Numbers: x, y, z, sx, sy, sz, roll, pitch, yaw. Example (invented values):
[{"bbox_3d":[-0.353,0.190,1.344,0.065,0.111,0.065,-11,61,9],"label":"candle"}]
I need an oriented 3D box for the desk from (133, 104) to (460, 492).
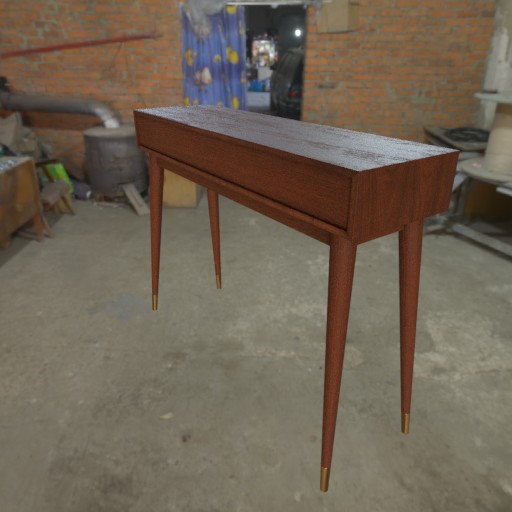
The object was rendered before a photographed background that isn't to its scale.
[{"bbox_3d":[0.000,0.000,1.601,0.384,0.917,1.204,-17,30,-32],"label":"desk"}]
